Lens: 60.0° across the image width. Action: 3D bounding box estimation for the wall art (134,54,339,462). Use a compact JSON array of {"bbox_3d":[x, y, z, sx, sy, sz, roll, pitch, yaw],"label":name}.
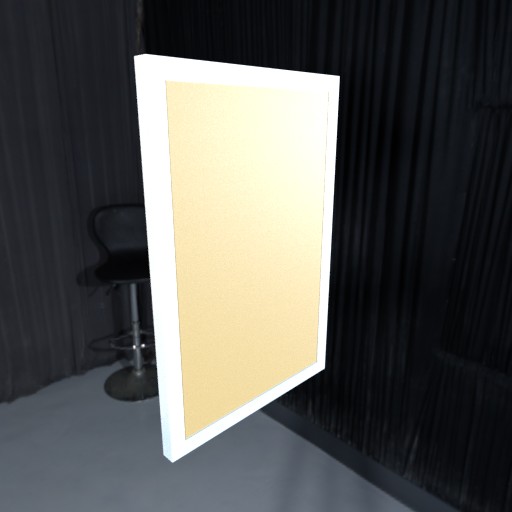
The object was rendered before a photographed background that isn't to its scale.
[{"bbox_3d":[0.000,0.000,1.166,0.612,0.915,0.039,-16,23,-42],"label":"wall art"}]
